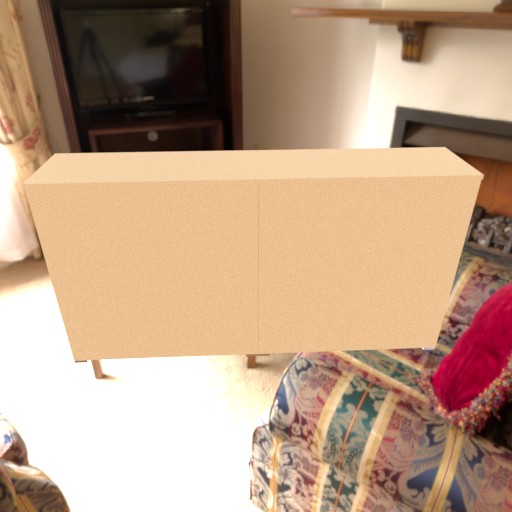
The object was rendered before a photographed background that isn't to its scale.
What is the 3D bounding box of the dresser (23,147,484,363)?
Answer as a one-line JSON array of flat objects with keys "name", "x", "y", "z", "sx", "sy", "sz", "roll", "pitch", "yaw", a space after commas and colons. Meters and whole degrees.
[{"name": "dresser", "x": 0.000, "y": 0.000, "z": 1.817, "sx": 1.535, "sy": 0.790, "sz": 0.333, "roll": -2, "pitch": 31, "yaw": -3}]
